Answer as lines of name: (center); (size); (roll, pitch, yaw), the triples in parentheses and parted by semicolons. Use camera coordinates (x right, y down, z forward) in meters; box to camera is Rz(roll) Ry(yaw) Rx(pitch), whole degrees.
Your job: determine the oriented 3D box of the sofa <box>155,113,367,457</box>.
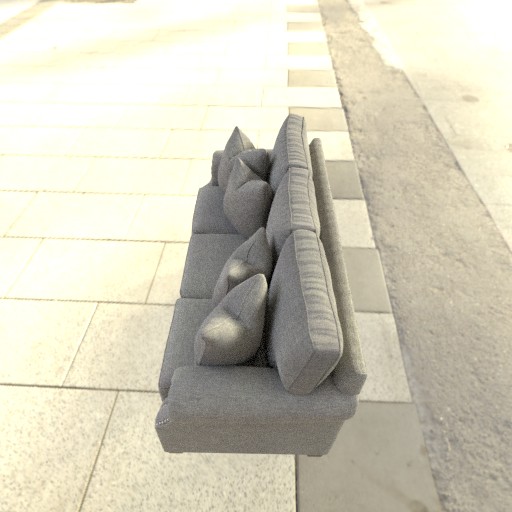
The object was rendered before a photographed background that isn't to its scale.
sofa: (0.000, 0.000, 2.822); (0.965, 0.975, 2.312); (1, 41, 1)
